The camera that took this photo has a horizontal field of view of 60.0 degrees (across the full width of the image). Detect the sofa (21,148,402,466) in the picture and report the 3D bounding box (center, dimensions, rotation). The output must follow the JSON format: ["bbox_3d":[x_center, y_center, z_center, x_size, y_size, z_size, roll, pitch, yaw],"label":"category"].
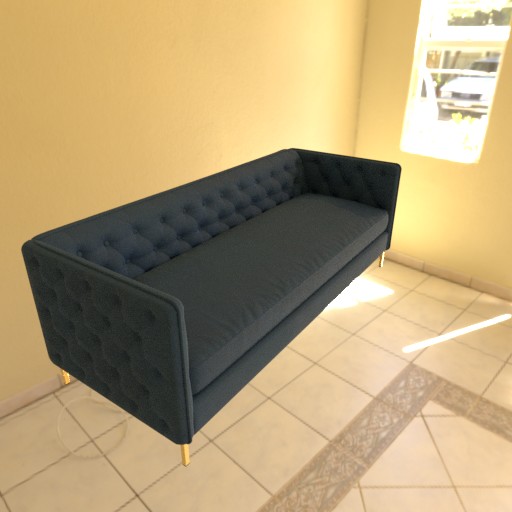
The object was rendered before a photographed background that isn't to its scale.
[{"bbox_3d":[0.000,0.000,2.553,0.895,0.771,2.209,17,31,31],"label":"sofa"}]
